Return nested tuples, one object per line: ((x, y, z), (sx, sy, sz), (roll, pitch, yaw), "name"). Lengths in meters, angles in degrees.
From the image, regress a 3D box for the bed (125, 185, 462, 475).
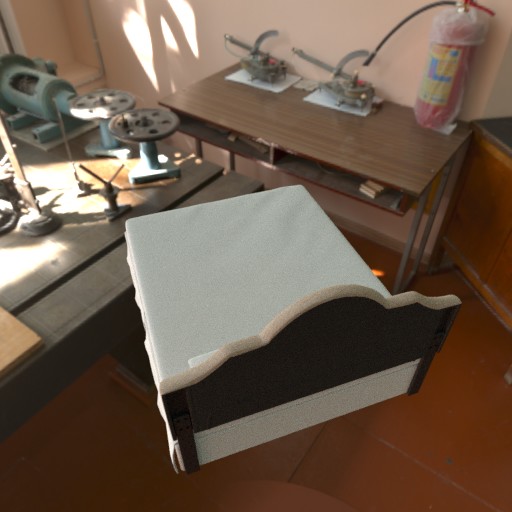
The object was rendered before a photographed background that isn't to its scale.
((0.000, 0.000, 2.952), (1.667, 1.194, 1.970), (-13, 43, -15), "bed")
